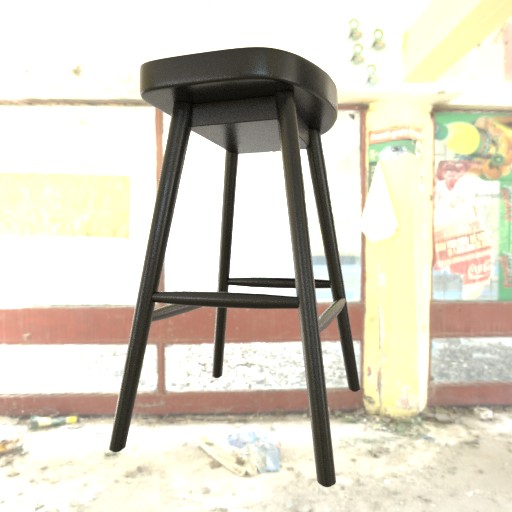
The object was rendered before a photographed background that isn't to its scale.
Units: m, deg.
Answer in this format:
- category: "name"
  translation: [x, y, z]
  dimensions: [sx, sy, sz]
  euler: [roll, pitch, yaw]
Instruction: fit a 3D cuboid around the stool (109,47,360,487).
- category: "stool"
  translation: [0.000, 0.000, 0.849]
  dimensions: [0.361, 0.615, 0.440]
  euler: [0, 1, 18]
